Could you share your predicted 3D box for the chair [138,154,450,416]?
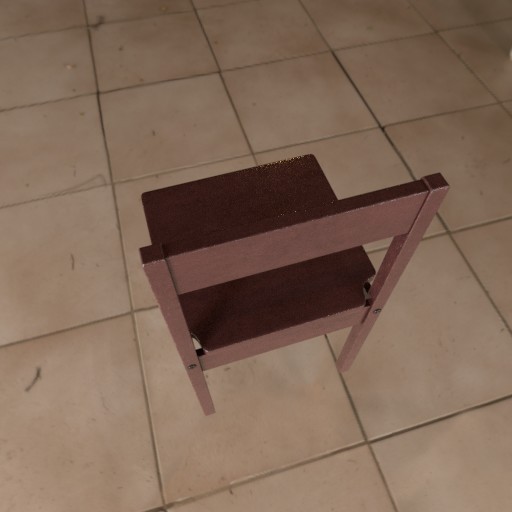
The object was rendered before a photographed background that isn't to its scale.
[{"bbox_3d":[0.000,0.000,0.850,0.367,0.668,0.361,-15,59,-9],"label":"chair"}]
